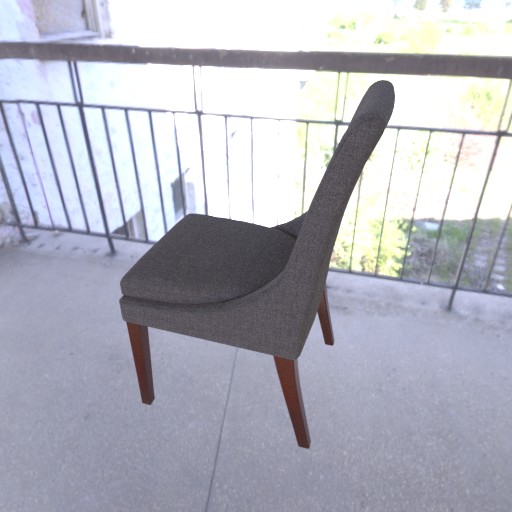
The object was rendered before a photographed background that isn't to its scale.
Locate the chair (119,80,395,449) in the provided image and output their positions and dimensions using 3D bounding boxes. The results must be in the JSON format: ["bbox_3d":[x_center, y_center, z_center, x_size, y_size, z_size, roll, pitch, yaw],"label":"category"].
[{"bbox_3d":[0.000,0.000,1.315,0.655,0.952,0.508,9,32,15],"label":"chair"}]
